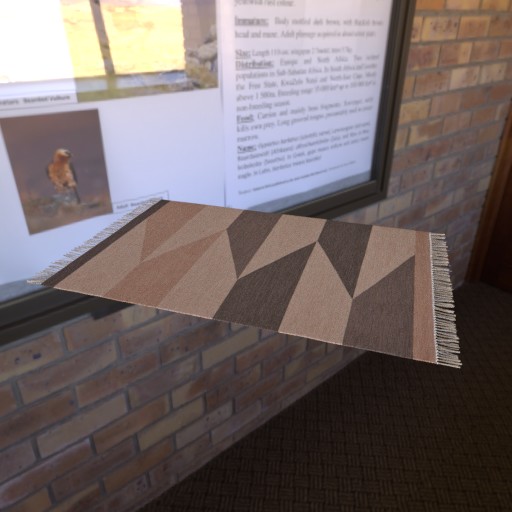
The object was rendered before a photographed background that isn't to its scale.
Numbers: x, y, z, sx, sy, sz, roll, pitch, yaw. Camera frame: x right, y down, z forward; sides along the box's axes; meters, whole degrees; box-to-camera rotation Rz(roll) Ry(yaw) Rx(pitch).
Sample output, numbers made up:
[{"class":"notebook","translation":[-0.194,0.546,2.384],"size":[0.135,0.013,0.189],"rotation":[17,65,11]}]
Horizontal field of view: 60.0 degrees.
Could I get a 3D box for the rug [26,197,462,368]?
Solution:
[{"class":"rug","translation":[0.000,0.000,2.432],"size":[2.021,0.027,1.224],"rotation":[9,29,16]}]
